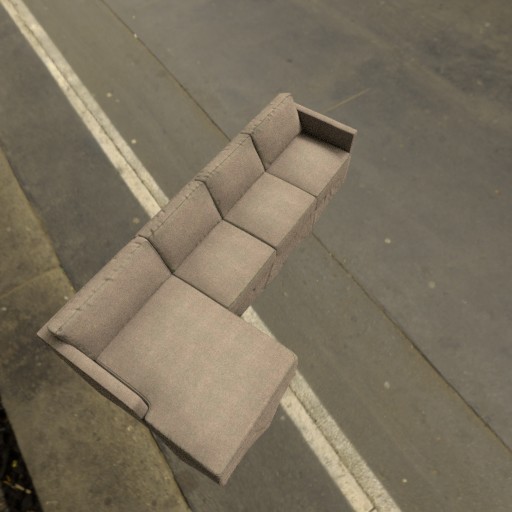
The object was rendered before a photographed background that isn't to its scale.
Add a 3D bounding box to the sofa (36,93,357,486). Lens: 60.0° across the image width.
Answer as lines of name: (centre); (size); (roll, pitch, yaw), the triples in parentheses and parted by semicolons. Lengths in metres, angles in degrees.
sofa: (0.000, 0.000, 3.814); (1.650, 0.922, 3.205); (30, 62, 18)
